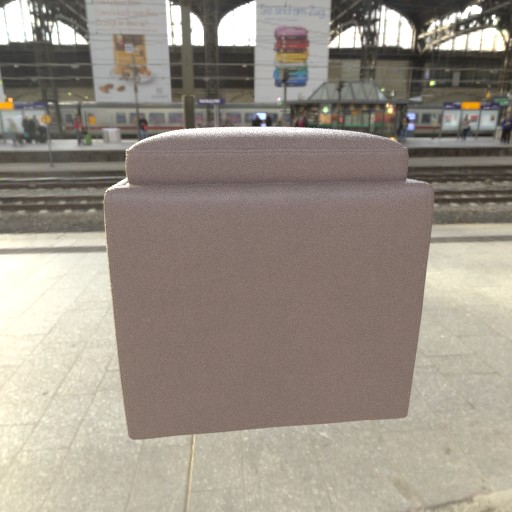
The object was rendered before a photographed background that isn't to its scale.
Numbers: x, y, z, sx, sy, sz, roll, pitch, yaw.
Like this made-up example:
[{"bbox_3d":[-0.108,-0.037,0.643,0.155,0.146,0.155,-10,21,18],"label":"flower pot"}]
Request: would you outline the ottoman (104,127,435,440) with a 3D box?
[{"bbox_3d":[0.000,0.000,0.822,0.451,0.460,0.450,-2,17,-7],"label":"ottoman"}]
